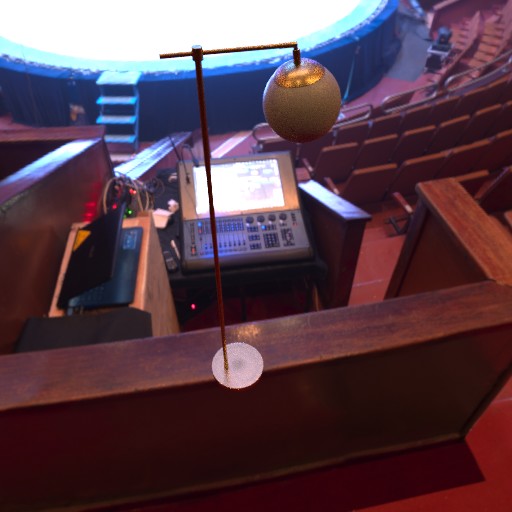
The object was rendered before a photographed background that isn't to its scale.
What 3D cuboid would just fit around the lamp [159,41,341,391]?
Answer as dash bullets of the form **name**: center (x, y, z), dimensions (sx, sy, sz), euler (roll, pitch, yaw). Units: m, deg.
- **lamp**: center (0.000, 0.000, 1.623), dimensions (0.476, 1.505, 0.249), euler (-9, 46, -9)
